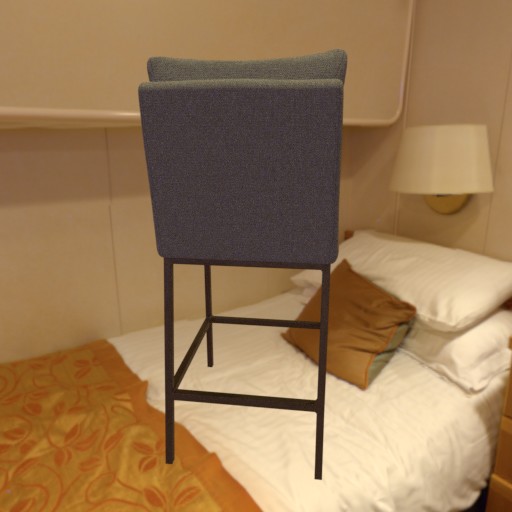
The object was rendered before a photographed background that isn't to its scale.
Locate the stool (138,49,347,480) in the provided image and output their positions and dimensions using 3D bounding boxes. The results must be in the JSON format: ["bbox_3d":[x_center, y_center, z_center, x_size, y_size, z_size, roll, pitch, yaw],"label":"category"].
[{"bbox_3d":[0.000,0.000,1.283,0.463,1.031,0.569,2,16,8],"label":"stool"}]
